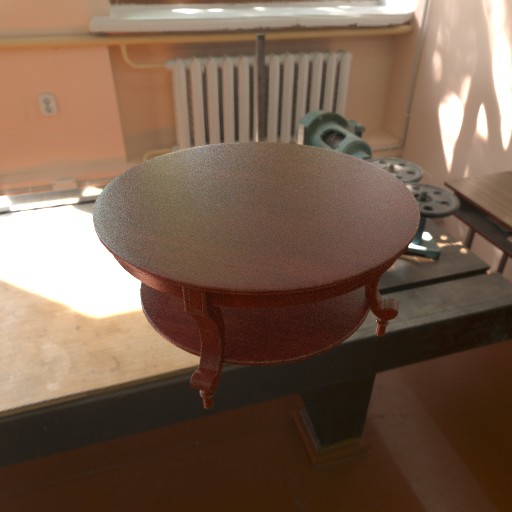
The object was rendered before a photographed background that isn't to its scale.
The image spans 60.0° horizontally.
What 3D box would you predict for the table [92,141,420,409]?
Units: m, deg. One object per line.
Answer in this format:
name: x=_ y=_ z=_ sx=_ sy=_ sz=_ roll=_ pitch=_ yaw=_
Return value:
table: x=0.000 y=0.000 z=1.578 sx=1.029 sy=0.486 sz=1.029 roll=0 pitch=33 yaw=0
